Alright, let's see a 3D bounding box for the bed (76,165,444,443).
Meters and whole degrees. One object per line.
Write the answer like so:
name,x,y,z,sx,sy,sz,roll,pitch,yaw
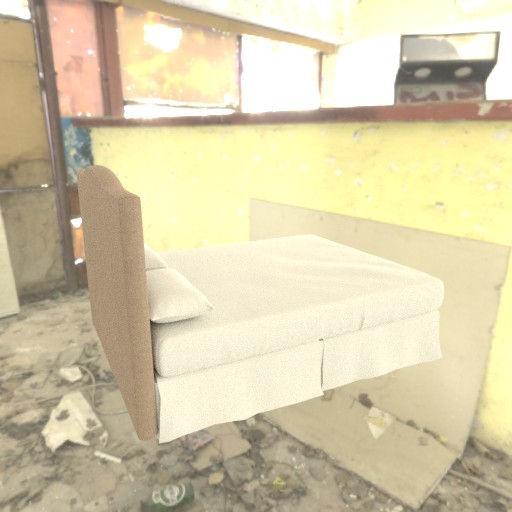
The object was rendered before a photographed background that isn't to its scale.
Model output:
bed,0.000,0.000,3.404,2.282,1.436,1.821,-8,18,-26
